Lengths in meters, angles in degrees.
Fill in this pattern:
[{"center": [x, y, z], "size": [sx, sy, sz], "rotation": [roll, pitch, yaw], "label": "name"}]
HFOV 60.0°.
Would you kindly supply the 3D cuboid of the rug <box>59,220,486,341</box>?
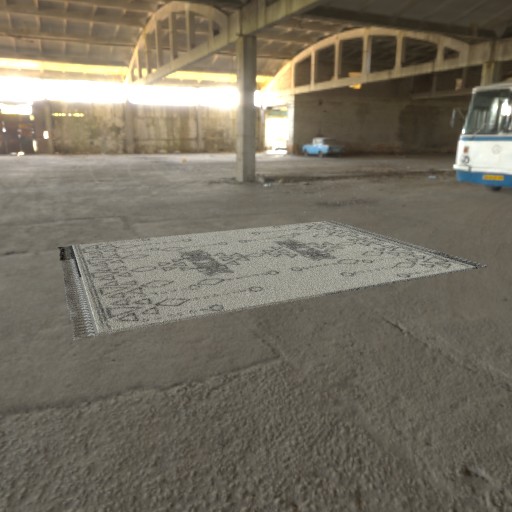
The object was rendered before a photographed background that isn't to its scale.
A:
[{"center": [0.000, 0.000, 2.876], "size": [2.312, 0.013, 1.600], "rotation": [-7, 17, -24], "label": "rug"}]
